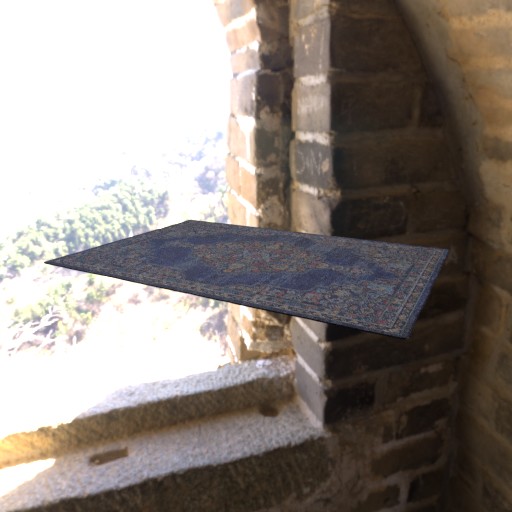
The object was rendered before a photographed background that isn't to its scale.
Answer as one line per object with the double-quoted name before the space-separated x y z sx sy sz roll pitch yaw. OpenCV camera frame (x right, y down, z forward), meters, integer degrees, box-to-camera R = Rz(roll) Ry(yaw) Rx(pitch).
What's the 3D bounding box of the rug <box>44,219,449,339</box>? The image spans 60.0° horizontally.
"rug" 0.000 0.000 3.875 2.940 0.011 2.053 9 18 27
